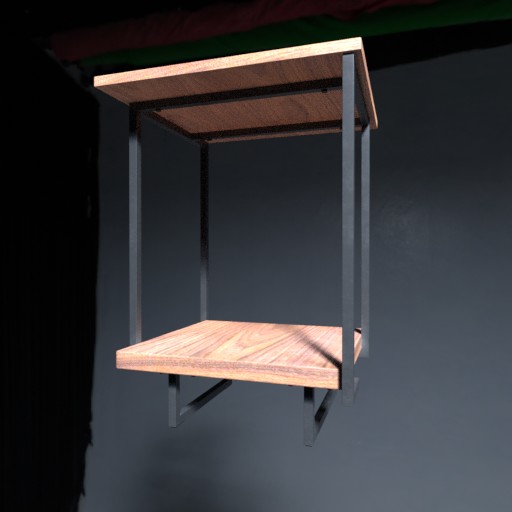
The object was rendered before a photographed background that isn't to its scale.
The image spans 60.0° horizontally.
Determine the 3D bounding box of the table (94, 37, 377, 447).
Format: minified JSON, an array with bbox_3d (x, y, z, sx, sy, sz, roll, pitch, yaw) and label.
[{"bbox_3d":[0.000,0.000,0.818,0.411,0.567,0.384,0,0,18],"label":"table"}]
